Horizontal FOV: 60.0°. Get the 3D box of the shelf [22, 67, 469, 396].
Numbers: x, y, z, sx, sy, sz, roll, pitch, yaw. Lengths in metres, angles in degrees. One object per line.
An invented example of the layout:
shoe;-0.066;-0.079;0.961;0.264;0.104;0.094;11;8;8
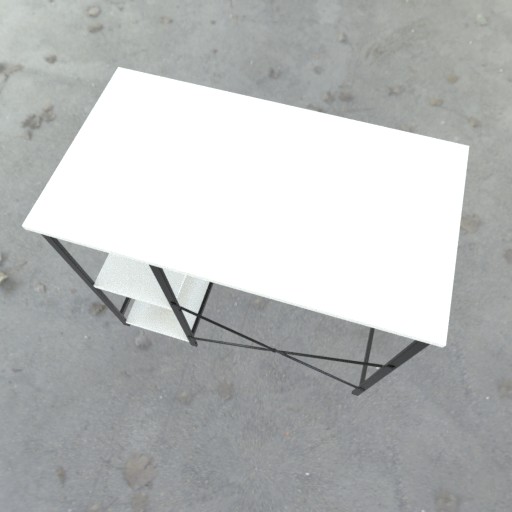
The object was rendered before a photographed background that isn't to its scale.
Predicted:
shelf;0.000;0.000;1.337;0.902;0.750;0.498;15;65;7
